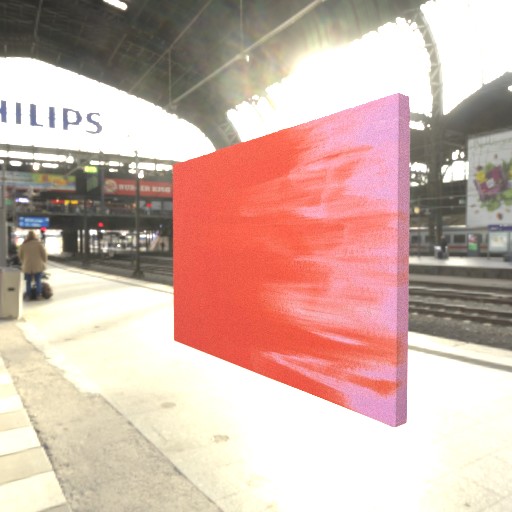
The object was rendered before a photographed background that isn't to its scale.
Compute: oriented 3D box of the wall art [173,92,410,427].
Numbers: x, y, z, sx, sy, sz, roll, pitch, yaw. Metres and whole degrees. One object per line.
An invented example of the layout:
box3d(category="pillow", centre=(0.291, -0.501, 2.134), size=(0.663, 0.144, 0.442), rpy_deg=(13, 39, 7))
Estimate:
box3d(category="wall art", centre=(0.000, 0.000, 1.177), size=(0.040, 0.609, 0.913), rpy_deg=(-1, 2, -36))
